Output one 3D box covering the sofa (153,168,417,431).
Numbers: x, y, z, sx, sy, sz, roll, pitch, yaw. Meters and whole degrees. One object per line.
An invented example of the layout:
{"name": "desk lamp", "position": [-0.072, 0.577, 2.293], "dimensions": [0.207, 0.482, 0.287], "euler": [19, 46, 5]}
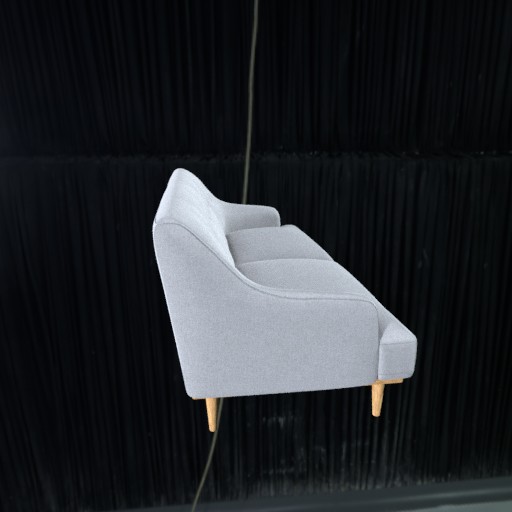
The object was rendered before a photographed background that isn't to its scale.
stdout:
{"name": "sofa", "position": [0.000, 0.000, 2.558], "dimensions": [0.978, 0.871, 2.057], "euler": [-2, 16, -8]}
